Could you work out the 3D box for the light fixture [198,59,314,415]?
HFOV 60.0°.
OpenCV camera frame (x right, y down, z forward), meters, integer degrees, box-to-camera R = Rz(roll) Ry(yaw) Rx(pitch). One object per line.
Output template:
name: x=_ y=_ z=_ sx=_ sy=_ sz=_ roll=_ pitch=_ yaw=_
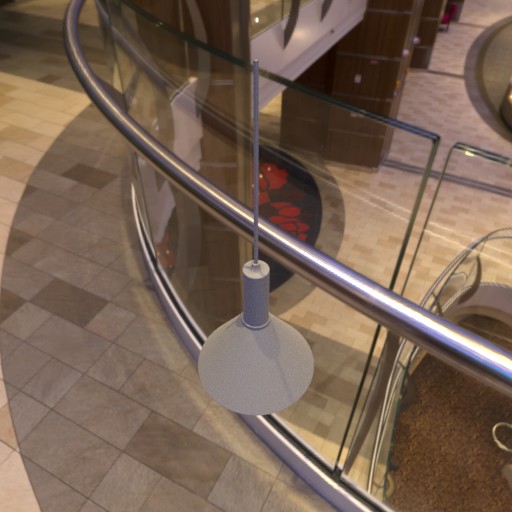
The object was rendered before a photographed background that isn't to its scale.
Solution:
light fixture: x=0.000 y=0.000 z=0.799 sx=0.267 sy=0.683 sz=0.267 roll=-13 pitch=44 yaw=-13
